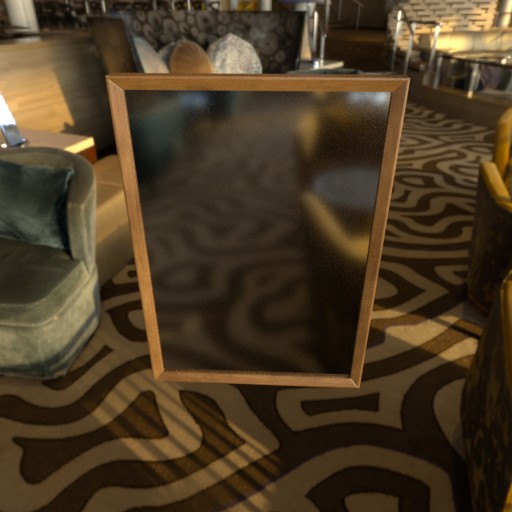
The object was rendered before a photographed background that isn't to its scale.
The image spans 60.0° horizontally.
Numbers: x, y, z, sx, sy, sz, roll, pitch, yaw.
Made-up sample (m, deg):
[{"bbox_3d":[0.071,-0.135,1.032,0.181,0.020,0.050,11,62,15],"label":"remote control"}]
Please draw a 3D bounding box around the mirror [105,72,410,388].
[{"bbox_3d":[0.000,0.000,0.930,0.508,0.711,0.039,1,30,2],"label":"mirror"}]
